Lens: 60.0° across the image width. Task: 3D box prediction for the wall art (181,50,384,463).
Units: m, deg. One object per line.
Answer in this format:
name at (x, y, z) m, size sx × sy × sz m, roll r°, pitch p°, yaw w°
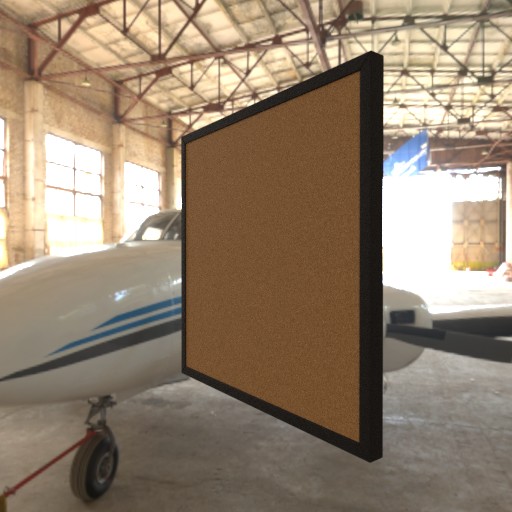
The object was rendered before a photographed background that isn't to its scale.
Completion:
wall art at (0.000, 0.000, 1.135) m, size 0.037 × 0.763 × 0.763 m, roll 0°, pitch 1°, yaw -36°
